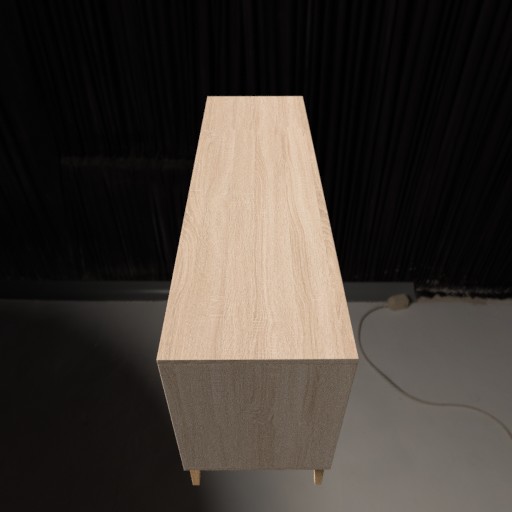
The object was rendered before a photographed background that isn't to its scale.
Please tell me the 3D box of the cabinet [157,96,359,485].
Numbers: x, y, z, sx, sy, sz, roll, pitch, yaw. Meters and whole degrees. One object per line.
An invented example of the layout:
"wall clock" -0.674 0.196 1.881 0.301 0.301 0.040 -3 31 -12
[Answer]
"cabinet" 0.000 0.000 1.970 0.500 0.780 1.649 0 42 0
